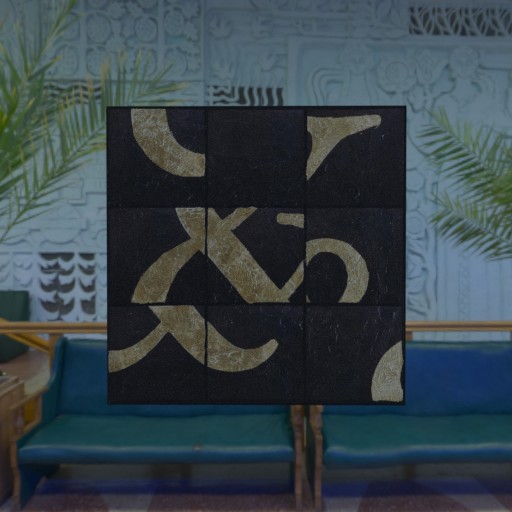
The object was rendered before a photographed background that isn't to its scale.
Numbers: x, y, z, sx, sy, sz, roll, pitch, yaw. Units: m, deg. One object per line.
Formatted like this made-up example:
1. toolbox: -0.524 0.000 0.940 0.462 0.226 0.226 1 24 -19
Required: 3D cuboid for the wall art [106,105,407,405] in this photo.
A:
1. wall art: 0.000 0.000 1.144 0.758 0.758 0.044 0 1 0
